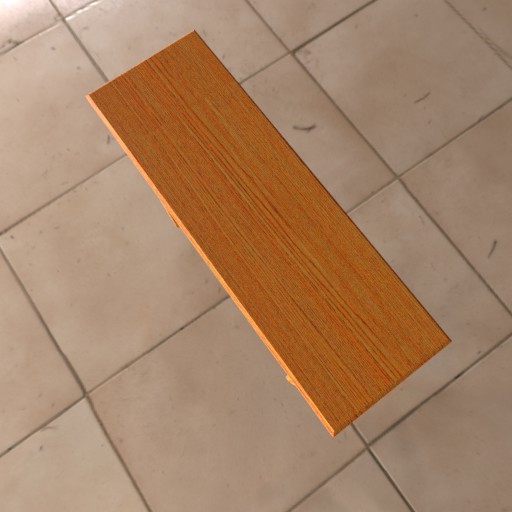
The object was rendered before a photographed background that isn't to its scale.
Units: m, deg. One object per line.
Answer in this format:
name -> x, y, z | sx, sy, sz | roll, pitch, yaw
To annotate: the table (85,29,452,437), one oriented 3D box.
table -> 0.000, 0.000, 1.134 | 0.254, 0.711, 0.762 | -36, 79, -8
